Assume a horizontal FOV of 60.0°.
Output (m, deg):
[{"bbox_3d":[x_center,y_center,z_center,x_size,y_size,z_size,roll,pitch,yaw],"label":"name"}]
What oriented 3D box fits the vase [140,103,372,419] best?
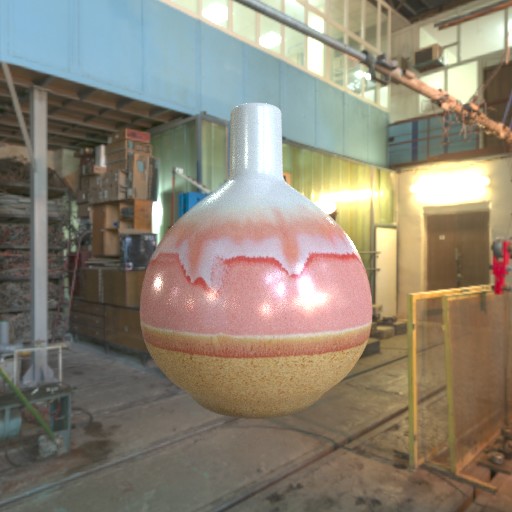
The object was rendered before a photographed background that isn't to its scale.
[{"bbox_3d":[0.000,0.000,0.269,0.137,0.176,0.137,0,0,0],"label":"vase"}]
